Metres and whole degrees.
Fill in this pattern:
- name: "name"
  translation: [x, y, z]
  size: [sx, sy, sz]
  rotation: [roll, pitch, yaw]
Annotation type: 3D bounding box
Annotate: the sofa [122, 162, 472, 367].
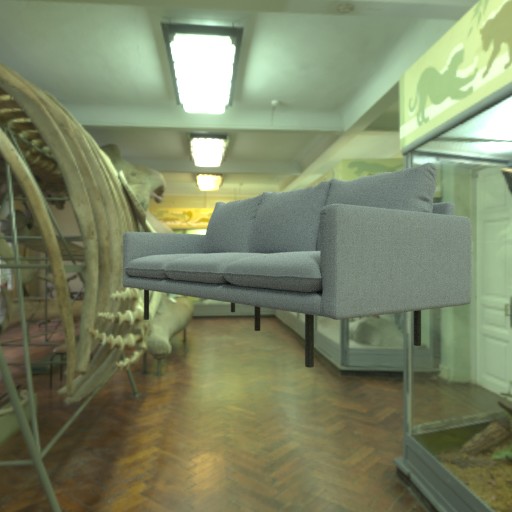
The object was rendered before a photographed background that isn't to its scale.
- name: "sofa"
  translation: [0.000, 0.000, 2.459]
  size: [0.850, 0.830, 2.000]
  rotation: [0, 0, -36]
